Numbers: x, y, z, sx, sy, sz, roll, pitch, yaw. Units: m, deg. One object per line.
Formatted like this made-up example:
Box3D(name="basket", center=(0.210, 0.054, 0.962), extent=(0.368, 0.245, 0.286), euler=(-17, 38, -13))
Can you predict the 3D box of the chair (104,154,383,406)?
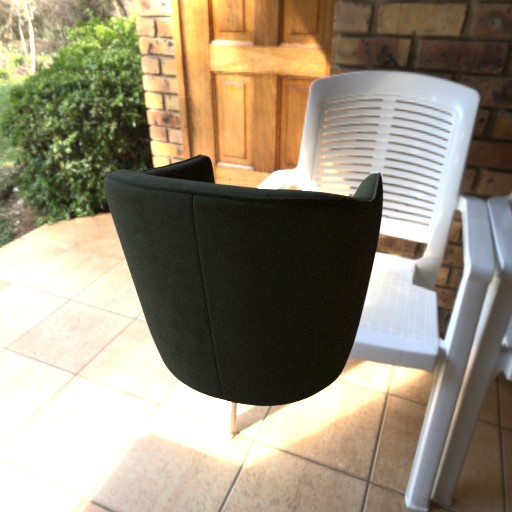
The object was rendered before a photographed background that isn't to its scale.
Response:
Box3D(name="chair", center=(0.000, 0.000, 1.443), extent=(0.747, 0.799, 0.875), euler=(9, 32, 14))
